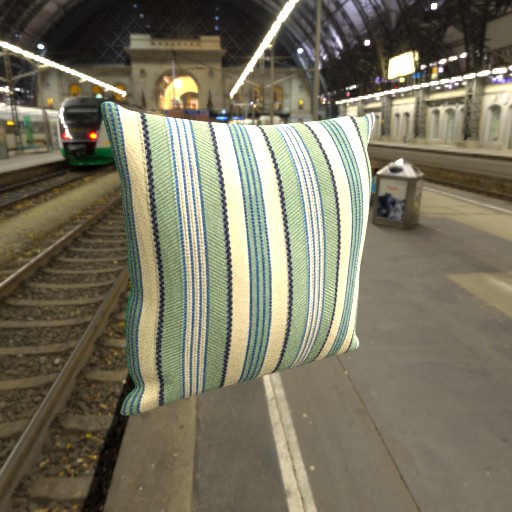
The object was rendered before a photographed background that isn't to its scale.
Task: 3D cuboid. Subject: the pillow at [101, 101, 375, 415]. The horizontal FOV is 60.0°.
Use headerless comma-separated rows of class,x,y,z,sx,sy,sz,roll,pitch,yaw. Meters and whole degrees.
pillow,0.000,0.000,0.684,0.440,0.441,0.182,-8,18,-26
